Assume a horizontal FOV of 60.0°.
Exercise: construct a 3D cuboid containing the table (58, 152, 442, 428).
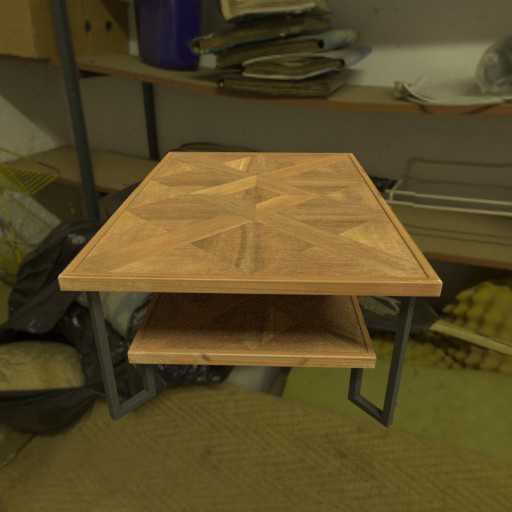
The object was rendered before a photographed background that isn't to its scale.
[{"bbox_3d":[0.000,0.000,1.667,0.877,0.492,1.238,1,26,2],"label":"table"}]
